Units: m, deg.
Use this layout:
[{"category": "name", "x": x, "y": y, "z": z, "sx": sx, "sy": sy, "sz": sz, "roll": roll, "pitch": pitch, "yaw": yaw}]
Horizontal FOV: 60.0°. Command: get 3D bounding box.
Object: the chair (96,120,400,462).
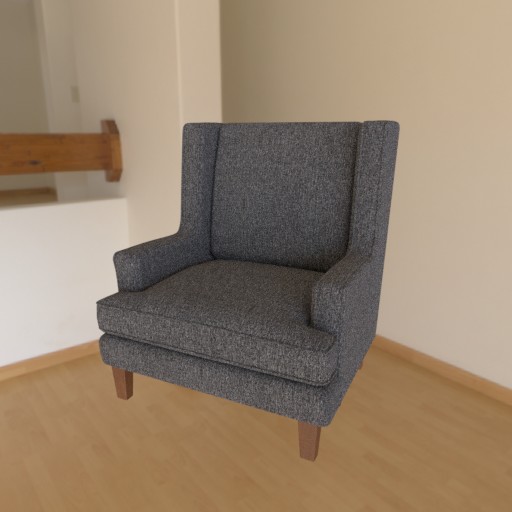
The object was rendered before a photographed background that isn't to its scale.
[{"category": "chair", "x": 0.000, "y": 0.000, "z": 1.840, "sx": 0.942, "sy": 1.082, "sz": 0.927, "roll": 7, "pitch": 17, "yaw": 25}]
